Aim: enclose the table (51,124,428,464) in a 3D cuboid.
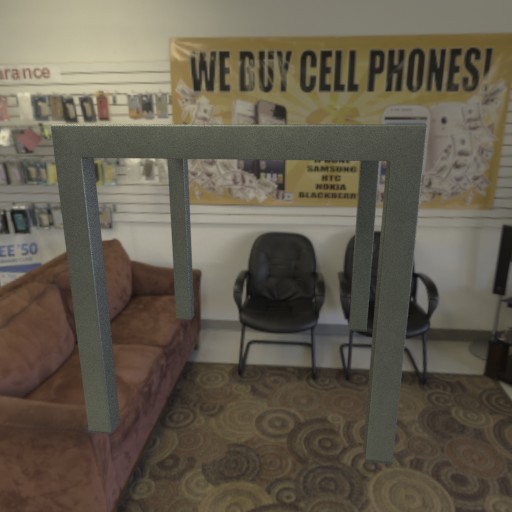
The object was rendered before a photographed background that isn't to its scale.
[{"bbox_3d":[0.000,0.000,0.895,0.508,0.508,0.508,2,17,8],"label":"table"}]
